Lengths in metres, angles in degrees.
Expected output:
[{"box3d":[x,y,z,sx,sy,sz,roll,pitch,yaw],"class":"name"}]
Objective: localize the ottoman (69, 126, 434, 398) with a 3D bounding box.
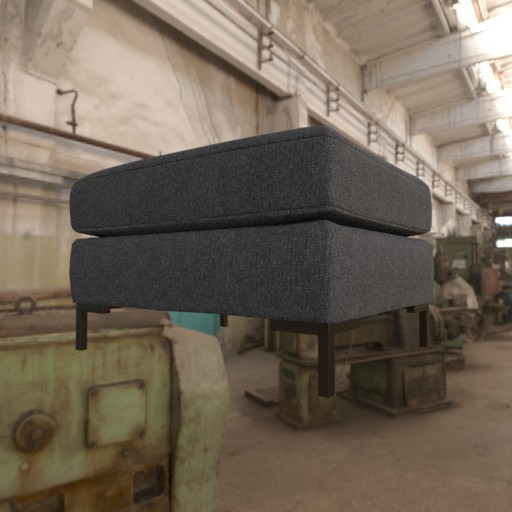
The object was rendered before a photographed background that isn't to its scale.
[{"box3d":[0.000,0.000,1.287,0.831,0.533,0.695,-1,-2,36],"class":"ottoman"}]
